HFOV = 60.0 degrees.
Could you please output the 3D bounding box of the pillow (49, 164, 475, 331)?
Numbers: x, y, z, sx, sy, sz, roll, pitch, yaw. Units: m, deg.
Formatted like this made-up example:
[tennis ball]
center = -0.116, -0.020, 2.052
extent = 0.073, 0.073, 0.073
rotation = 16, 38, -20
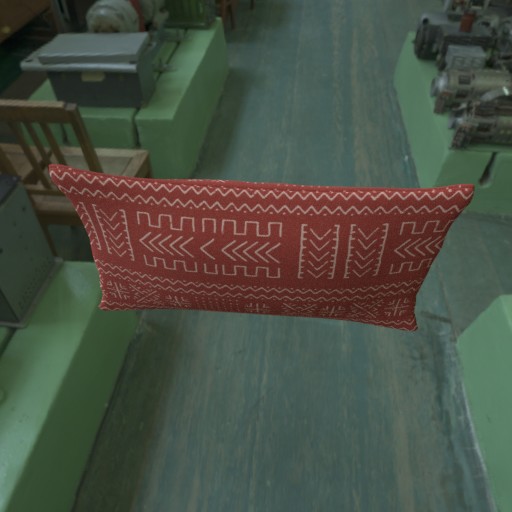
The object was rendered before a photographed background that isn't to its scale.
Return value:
[pillow]
center = 0.000, 0.000, 0.777
extent = 0.640, 0.352, 0.130
rotation = 3, 46, 3
